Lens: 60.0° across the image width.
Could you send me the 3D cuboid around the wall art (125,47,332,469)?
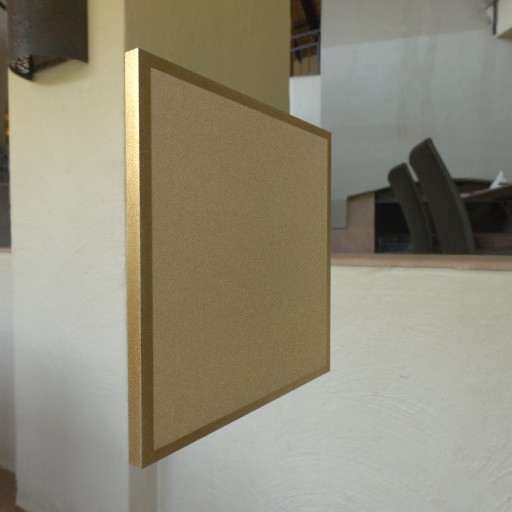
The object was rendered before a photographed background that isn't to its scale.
[{"bbox_3d":[0.000,0.000,1.116,0.037,0.760,0.762,1,2,36],"label":"wall art"}]
